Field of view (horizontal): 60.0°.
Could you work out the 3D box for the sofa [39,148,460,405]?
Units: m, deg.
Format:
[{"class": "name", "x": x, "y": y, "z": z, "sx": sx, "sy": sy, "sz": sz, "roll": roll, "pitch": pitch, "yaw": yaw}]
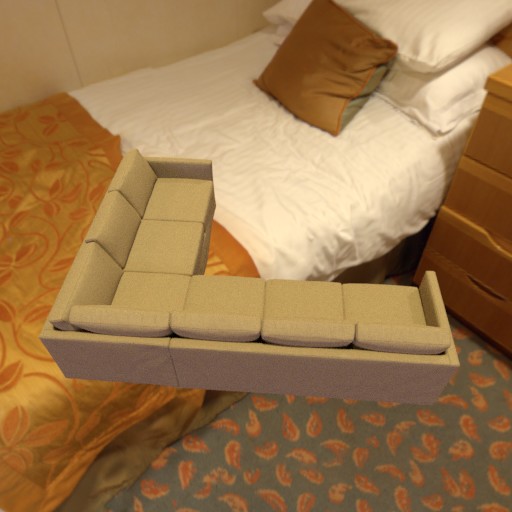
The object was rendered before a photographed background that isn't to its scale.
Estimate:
[{"class": "sofa", "x": 0.000, "y": 0.000, "z": 4.302, "sx": 3.182, "sy": 0.871, "sz": 2.432, "roll": 3, "pitch": 47, "yaw": 3}]
